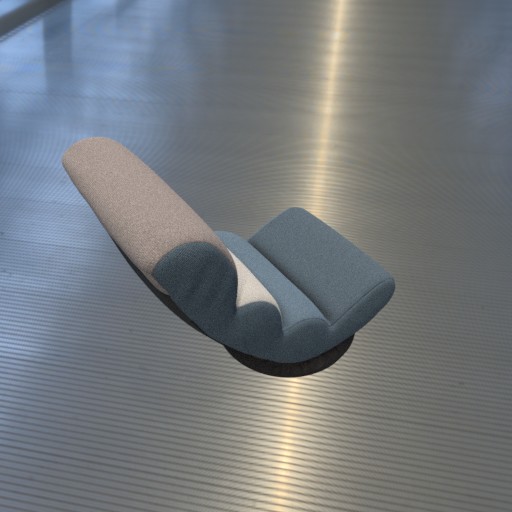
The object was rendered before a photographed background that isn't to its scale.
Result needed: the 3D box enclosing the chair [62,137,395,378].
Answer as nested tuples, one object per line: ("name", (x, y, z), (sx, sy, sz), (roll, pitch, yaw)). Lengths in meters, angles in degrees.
("chair", (0.000, 0.000, 1.061), (0.661, 0.641, 0.420), (-26, 49, -25))
